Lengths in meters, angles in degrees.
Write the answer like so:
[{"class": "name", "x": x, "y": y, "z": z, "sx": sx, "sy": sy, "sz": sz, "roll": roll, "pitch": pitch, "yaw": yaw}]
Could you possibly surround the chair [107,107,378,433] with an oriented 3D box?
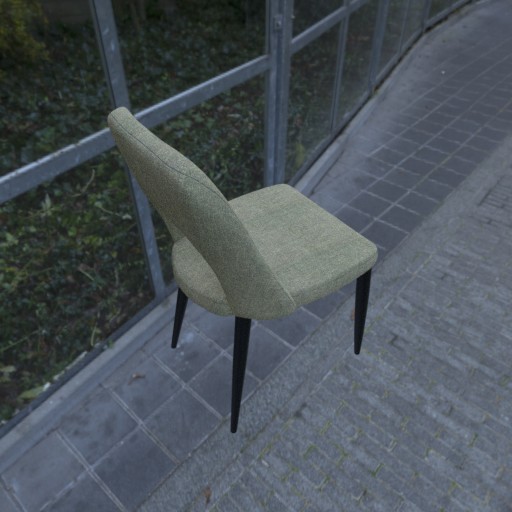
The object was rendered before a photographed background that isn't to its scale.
[{"class": "chair", "x": 0.000, "y": 0.000, "z": 1.285, "sx": 0.612, "sy": 0.931, "sz": 0.470, "roll": -25, "pitch": 46, "yaw": -26}]
